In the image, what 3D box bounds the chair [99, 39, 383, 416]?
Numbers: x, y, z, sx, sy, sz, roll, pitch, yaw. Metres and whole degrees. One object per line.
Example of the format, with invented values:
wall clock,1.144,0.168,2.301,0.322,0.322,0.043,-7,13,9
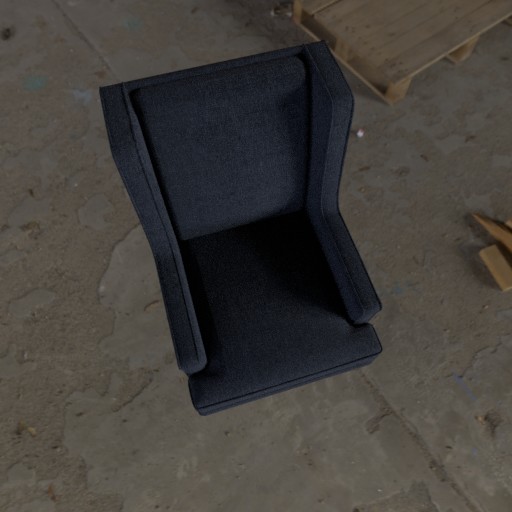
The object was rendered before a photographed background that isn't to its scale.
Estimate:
chair,0.000,0.000,1.712,0.764,1.072,0.947,-15,65,-7
